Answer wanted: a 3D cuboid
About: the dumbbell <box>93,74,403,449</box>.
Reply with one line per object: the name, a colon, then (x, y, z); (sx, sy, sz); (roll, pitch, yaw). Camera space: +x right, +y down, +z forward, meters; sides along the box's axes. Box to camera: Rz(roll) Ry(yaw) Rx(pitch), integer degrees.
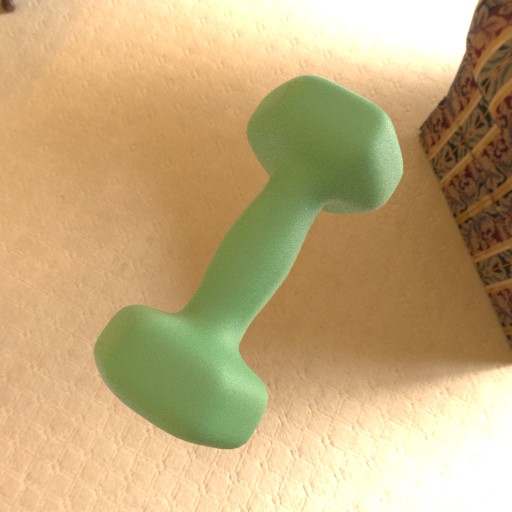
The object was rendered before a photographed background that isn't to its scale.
dumbbell: (0.000, 0.000, 0.321); (0.126, 0.114, 0.257); (32, 79, 7)
